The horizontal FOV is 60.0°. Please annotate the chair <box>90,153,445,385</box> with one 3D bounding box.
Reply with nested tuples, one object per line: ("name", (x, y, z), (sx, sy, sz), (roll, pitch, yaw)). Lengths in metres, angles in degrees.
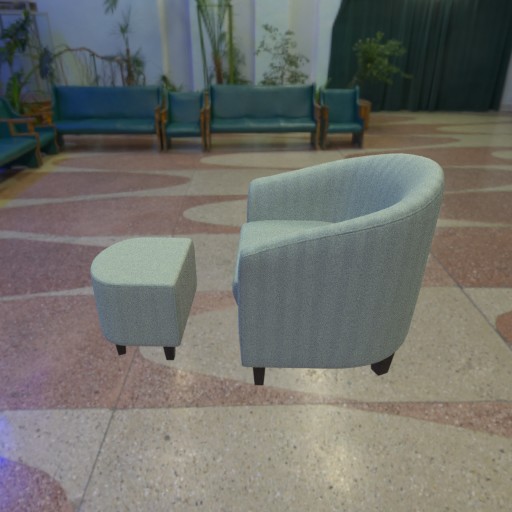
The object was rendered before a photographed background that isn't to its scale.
("chair", (0.000, 0.000, 1.736), (1.288, 0.757, 0.756), (1, 27, 1))
